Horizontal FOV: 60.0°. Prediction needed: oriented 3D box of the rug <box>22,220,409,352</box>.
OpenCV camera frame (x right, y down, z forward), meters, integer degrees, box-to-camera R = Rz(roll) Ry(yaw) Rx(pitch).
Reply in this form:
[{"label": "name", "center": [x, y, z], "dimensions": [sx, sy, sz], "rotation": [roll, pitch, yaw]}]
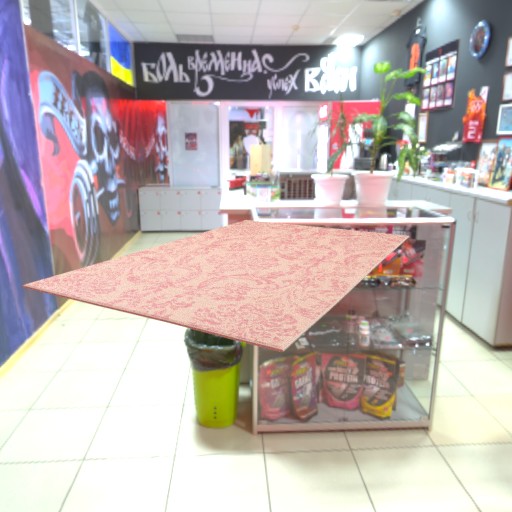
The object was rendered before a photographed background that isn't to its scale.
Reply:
[{"label": "rug", "center": [0.000, 0.000, 2.346], "dimensions": [1.219, 0.012, 1.839], "rotation": [8, 16, 28]}]
